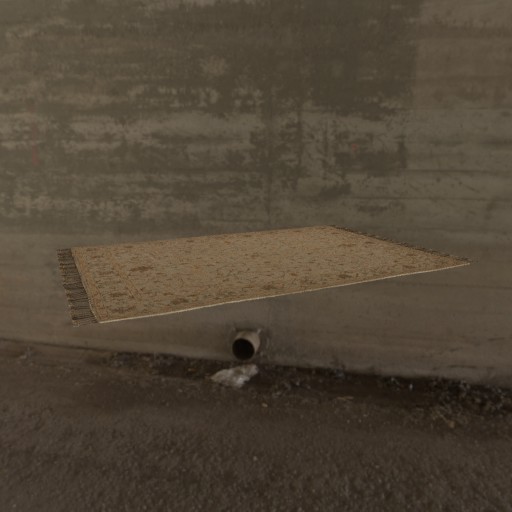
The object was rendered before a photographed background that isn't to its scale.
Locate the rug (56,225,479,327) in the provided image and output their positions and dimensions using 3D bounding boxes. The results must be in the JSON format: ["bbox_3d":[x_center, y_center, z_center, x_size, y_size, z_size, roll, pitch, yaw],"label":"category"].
[{"bbox_3d":[0.000,0.000,2.300,1.861,0.017,1.218,-7,15,-25],"label":"rug"}]
